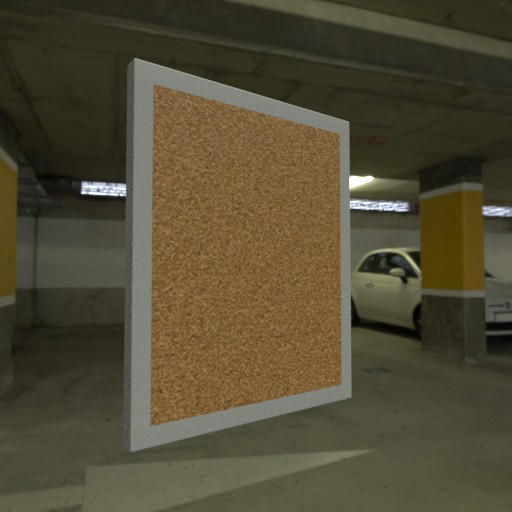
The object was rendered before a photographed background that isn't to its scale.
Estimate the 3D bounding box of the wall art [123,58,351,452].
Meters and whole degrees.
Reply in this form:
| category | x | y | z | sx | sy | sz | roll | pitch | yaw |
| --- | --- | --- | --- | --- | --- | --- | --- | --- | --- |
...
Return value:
| category | x | y | z | sx | sy | sz | roll | pitch | yaw |
| --- | --- | --- | --- | --- | --- | --- | --- | --- | --- |
| wall art | 0.000 | 0.000 | 0.769 | 0.454 | 0.556 | 0.028 | 2 | -3 | -37 |
